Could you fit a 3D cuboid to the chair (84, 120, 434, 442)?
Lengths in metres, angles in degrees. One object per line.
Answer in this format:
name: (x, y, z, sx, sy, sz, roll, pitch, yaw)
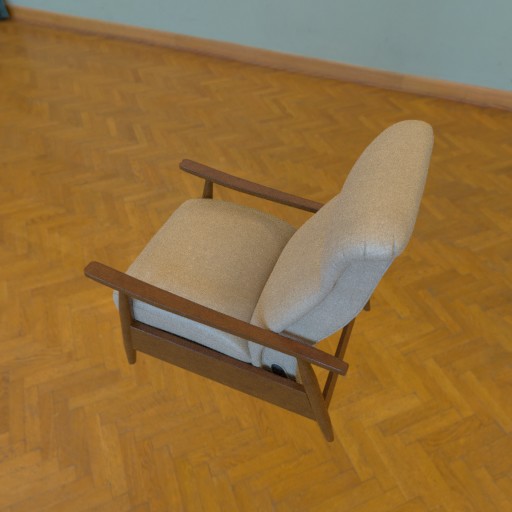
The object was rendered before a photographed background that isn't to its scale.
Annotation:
chair: (0.000, 0.000, 1.744, 1.030, 1.082, 0.762, 16, 48, 15)
